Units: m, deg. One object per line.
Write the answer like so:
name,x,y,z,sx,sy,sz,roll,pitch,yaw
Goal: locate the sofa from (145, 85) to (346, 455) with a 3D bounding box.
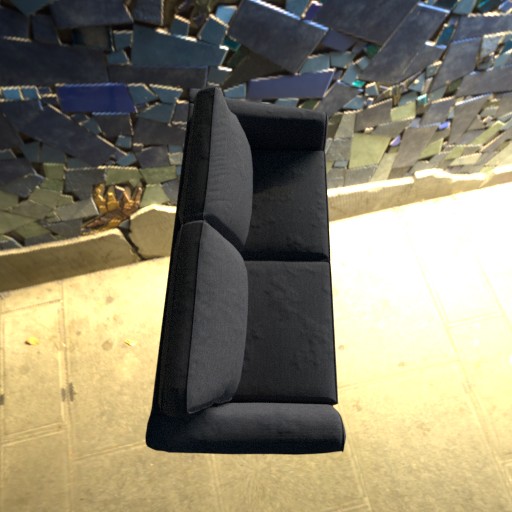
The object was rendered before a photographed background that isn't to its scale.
sofa,0.000,0.000,2.754,0.971,0.950,2.270,1,64,1
